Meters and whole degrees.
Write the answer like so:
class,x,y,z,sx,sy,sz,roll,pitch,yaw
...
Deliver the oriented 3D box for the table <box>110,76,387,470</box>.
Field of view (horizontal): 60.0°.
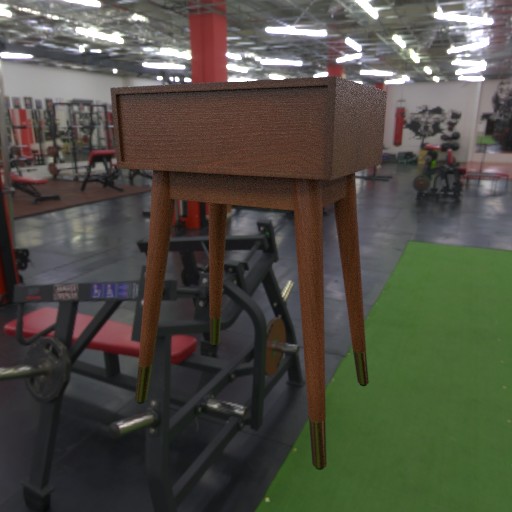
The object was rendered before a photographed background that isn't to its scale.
class,x,y,z,sx,sy,sz,roll,pitch,yaw
table,0.000,0.000,0.849,0.406,0.599,0.300,8,18,27
